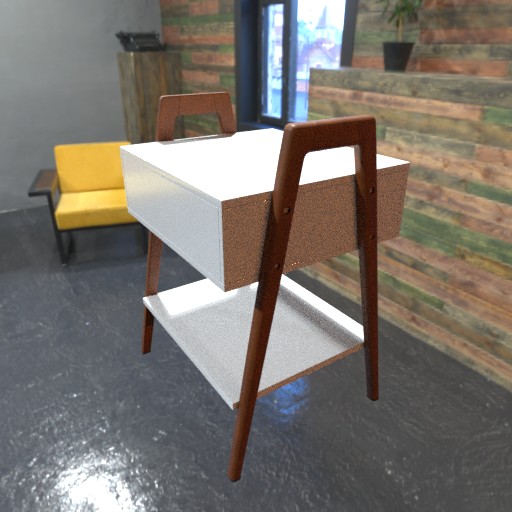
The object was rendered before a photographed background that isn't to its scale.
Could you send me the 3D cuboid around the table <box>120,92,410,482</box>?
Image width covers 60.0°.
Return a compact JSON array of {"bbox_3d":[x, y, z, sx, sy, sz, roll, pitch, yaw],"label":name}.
[{"bbox_3d":[0.000,0.000,0.931,0.405,0.610,0.457,-16,30,-30],"label":"table"}]
